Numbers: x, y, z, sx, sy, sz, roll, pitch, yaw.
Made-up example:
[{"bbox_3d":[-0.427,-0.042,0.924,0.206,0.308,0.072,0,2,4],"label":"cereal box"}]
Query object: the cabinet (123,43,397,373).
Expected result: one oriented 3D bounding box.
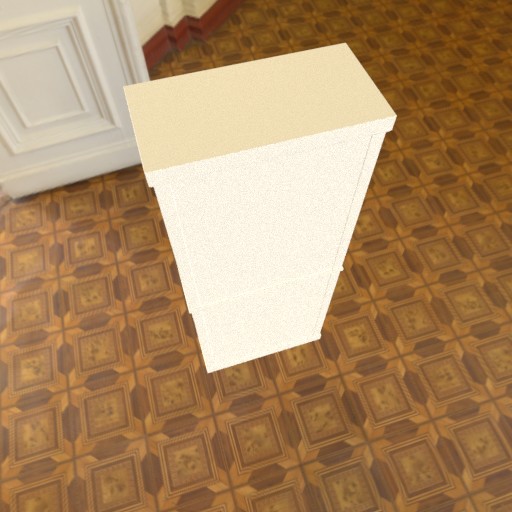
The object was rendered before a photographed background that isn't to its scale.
[{"bbox_3d":[0.000,0.000,2.131,0.754,1.829,0.390,-15,60,-9],"label":"cabinet"}]
